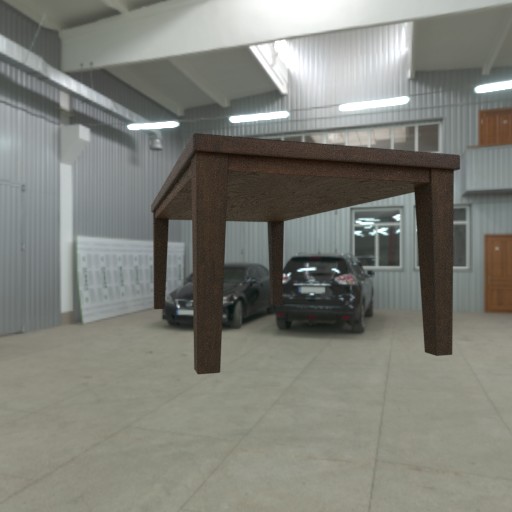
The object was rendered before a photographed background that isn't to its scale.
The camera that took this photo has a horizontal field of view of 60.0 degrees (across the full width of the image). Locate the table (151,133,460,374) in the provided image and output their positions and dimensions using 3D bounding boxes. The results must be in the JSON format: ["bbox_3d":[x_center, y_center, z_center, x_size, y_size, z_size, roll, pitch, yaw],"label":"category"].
[{"bbox_3d":[0.000,0.000,2.476,1.016,0.762,1.981,0,0,-17],"label":"table"}]
